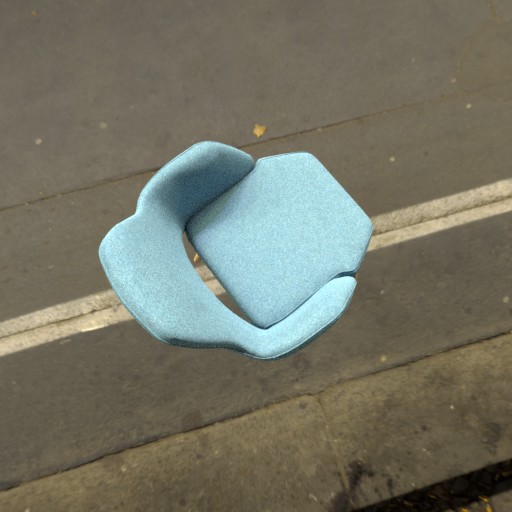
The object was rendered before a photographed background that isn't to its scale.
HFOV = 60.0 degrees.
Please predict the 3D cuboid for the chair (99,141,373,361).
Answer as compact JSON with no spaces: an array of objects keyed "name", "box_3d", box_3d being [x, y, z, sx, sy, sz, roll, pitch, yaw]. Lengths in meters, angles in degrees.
[{"name":"chair","box_3d":[0.000,0.000,1.330,0.666,0.920,0.589,-37,78,-9]}]
